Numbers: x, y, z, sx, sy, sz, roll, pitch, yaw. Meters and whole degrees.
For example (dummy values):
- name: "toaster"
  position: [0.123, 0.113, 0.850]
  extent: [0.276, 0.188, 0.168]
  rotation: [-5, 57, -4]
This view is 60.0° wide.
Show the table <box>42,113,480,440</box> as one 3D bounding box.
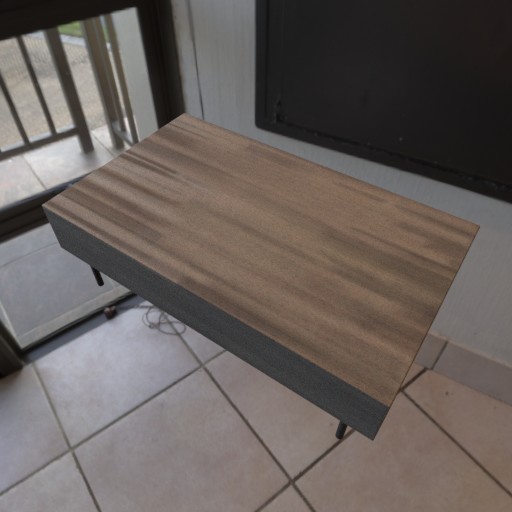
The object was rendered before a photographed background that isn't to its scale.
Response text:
- name: "table"
  position: [0.000, 0.000, 1.397]
  extent: [1.088, 0.347, 0.643]
  rotation: [27, 53, 23]
